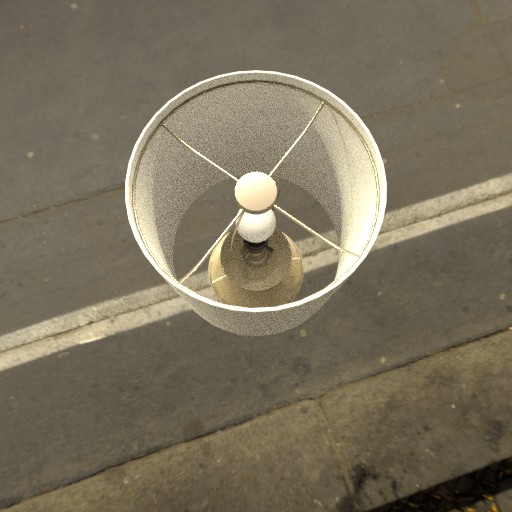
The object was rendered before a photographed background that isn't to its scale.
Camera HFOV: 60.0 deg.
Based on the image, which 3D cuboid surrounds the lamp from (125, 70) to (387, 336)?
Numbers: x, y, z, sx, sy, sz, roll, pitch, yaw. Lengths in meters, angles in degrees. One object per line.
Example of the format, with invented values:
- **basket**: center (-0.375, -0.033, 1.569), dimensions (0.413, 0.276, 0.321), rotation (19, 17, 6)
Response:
- **lamp**: center (0.000, 0.000, 0.577), dimensions (0.211, 0.455, 0.211), rotation (-39, 78, -10)
